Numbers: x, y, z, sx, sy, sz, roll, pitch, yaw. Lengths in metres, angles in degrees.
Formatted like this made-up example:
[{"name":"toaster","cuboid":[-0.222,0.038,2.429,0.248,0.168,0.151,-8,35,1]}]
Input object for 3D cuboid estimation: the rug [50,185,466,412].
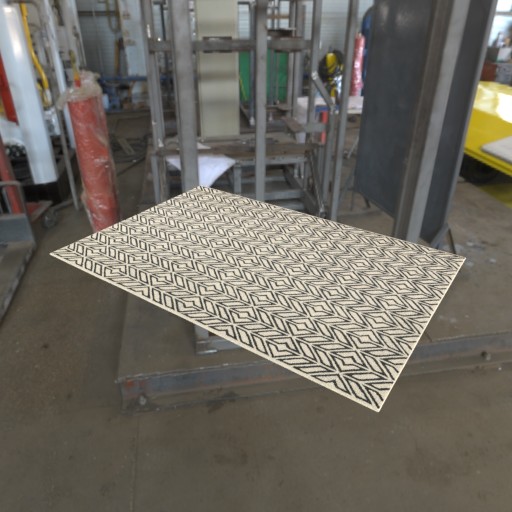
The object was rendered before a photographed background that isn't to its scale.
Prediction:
[{"name":"rug","cuboid":[0.000,0.000,2.339,1.828,0.007,1.220,19,35,30]}]
